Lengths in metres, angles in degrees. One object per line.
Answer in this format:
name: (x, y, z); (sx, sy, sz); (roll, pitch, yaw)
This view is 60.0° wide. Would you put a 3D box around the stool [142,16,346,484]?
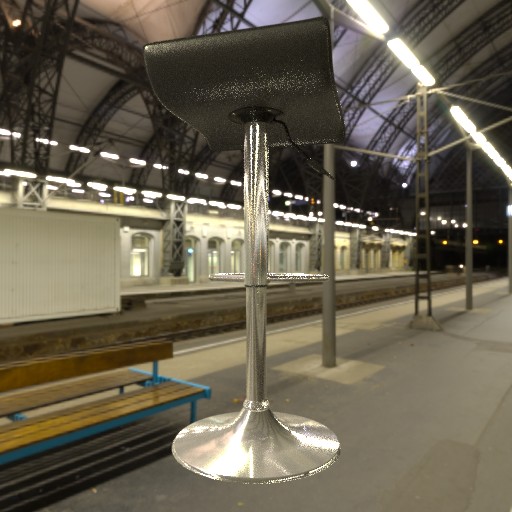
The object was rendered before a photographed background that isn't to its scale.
stool: (0.000, 0.000, 1.016); (0.381, 0.851, 0.381); (0, -1, 16)
